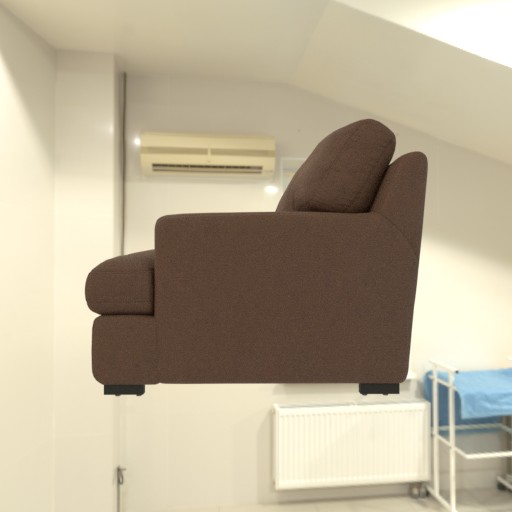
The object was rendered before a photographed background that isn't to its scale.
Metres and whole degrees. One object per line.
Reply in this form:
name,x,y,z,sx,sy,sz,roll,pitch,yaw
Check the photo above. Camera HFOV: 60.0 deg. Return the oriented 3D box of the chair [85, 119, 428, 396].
chair,0.000,0.000,1.991,1.143,0.940,1.168,0,-1,-1
